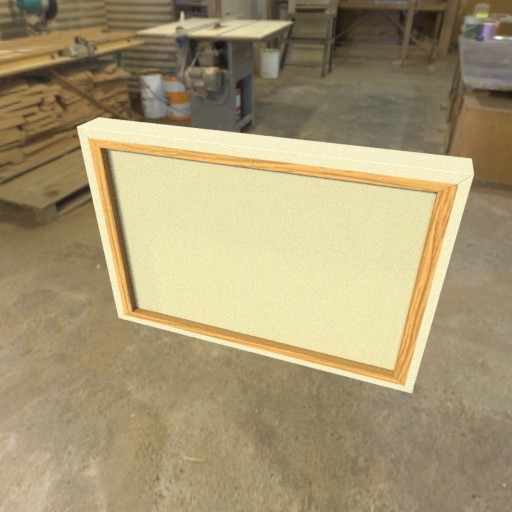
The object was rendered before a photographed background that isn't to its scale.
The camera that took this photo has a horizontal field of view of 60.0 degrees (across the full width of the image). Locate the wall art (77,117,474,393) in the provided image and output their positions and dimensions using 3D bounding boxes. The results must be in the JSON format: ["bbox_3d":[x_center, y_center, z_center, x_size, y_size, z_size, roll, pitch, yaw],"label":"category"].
[{"bbox_3d":[0.000,0.000,0.490,0.381,0.259,0.038,11,34,16],"label":"wall art"}]
